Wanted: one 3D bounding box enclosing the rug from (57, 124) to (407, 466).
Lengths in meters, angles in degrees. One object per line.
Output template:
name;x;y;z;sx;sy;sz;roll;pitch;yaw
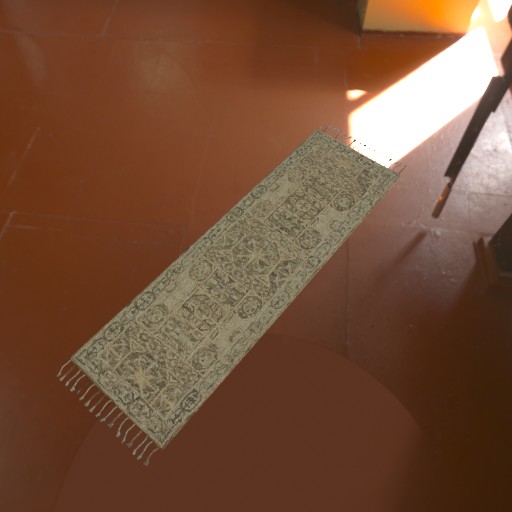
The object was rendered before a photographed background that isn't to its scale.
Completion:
rug;0.000;0.000;2.909;0.762;0.011;2.664;35;65;20
